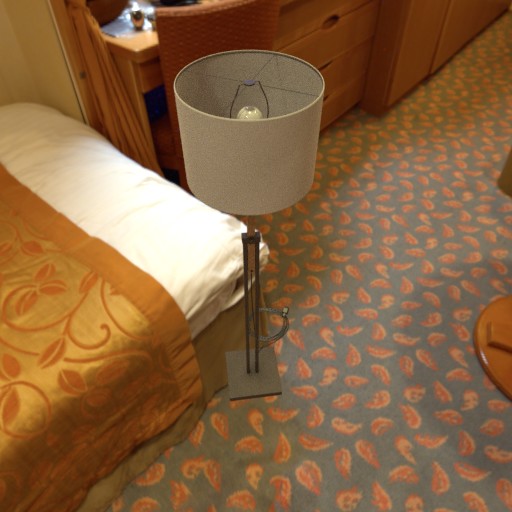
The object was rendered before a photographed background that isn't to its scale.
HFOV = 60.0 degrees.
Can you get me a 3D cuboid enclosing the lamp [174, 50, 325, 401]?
[{"bbox_3d":[0.000,0.000,1.886,0.474,1.650,0.639,-6,47,-5],"label":"lamp"}]
